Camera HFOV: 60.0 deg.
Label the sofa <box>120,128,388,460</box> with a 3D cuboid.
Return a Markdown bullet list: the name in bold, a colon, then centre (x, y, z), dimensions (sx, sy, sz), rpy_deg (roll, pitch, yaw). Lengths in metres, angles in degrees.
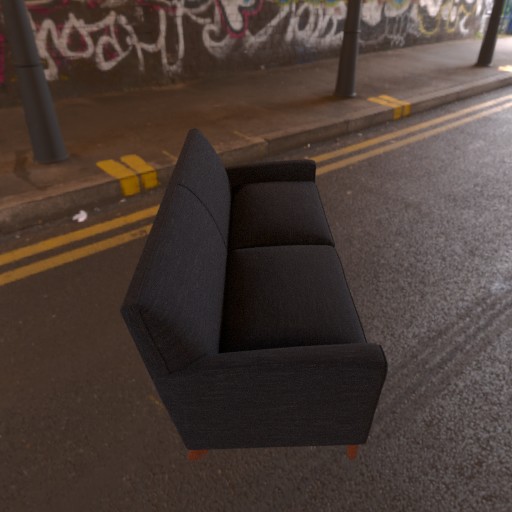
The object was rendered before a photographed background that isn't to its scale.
- **sofa**: centre (0.000, 0.000, 2.394), dimensions (0.875, 0.846, 1.976), rpy_deg (0, 32, -1)
